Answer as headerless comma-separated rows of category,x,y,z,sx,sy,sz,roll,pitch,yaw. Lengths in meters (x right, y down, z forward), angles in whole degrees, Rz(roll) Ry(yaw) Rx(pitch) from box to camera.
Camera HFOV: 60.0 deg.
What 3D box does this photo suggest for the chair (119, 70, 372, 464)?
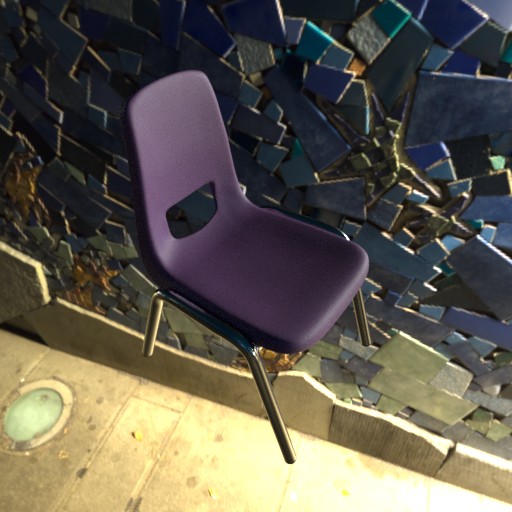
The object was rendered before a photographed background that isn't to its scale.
chair,0.000,0.000,0.832,0.419,0.584,0.356,25,47,26
